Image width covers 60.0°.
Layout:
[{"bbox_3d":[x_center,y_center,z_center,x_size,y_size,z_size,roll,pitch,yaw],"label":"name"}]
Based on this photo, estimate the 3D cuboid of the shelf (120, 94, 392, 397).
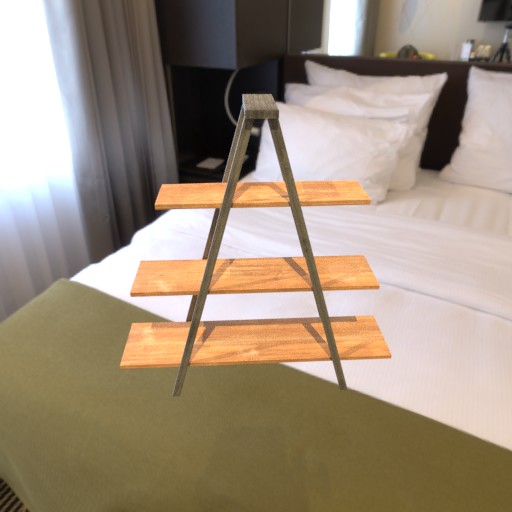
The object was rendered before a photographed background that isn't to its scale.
[{"bbox_3d":[0.000,0.000,2.701,1.746,1.808,0.508,-2,30,-3],"label":"shelf"}]
